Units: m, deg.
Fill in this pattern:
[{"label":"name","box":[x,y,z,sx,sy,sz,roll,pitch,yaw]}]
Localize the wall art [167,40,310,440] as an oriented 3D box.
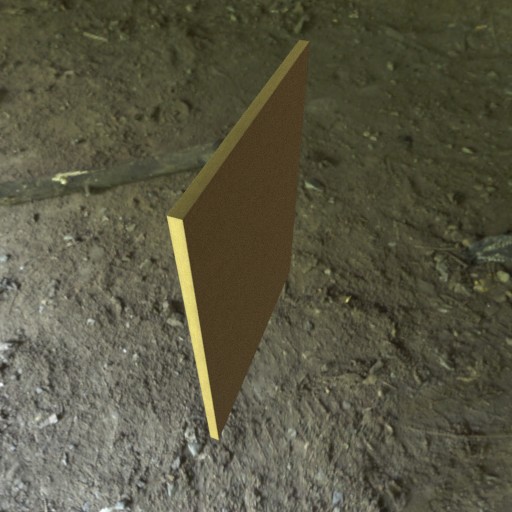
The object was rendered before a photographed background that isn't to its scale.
[{"label":"wall art","box":[0.000,0.000,1.378,0.030,1.002,0.798,15,49,14]}]
